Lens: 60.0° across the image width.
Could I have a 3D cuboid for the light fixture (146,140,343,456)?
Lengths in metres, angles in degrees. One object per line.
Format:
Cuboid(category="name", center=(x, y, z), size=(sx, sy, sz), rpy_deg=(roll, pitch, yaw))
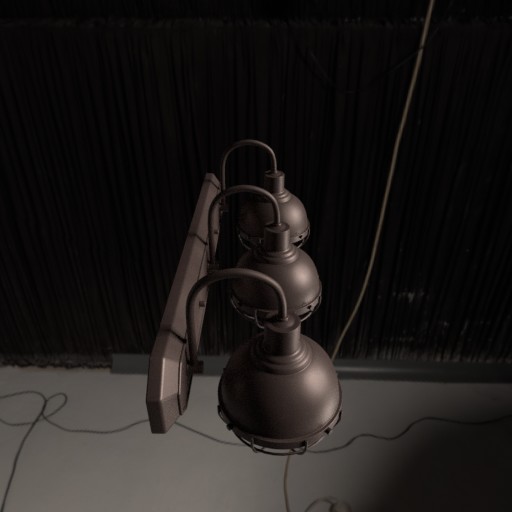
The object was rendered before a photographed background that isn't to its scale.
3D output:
Cuboid(category="light fixture", center=(0.000, 0.000, 0.747), size=(0.229, 0.254, 0.634), rpy_deg=(0, 31, 1))
